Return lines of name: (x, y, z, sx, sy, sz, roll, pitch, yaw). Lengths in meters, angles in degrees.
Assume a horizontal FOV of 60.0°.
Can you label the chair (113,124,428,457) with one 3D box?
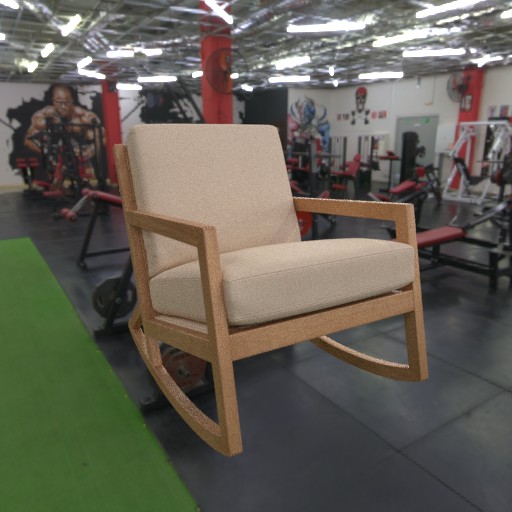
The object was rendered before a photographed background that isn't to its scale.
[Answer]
chair: (0.000, 0.000, 1.370, 0.622, 0.790, 0.857, -9, 18, -29)
